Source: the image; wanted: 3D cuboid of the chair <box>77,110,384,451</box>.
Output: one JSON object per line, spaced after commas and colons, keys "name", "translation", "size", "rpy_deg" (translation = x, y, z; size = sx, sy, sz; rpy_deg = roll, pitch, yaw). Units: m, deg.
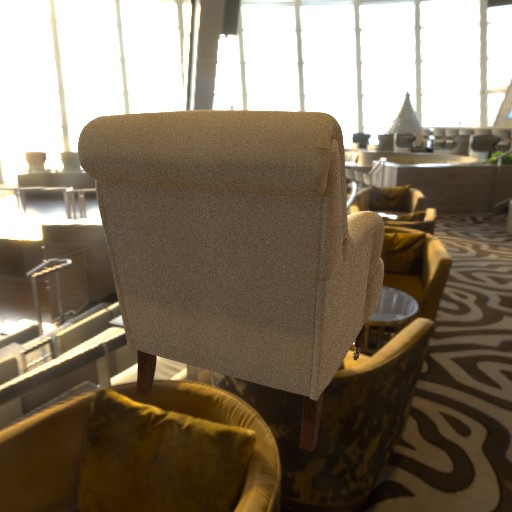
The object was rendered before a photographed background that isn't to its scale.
{"name": "chair", "translation": [0.000, 0.000, 1.541], "size": [0.766, 0.944, 0.842], "rpy_deg": [8, 18, 25]}
